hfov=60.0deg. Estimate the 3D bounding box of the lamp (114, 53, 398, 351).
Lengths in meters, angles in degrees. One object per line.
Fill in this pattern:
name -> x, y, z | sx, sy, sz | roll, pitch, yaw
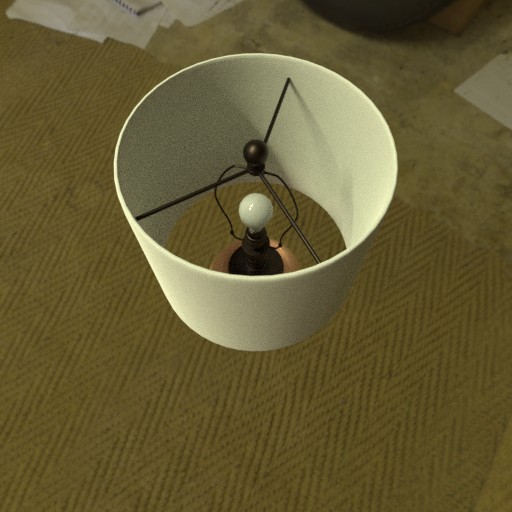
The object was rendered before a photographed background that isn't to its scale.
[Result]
lamp -> 0.000, 0.000, 0.757 | 0.329, 0.570, 0.329 | 0, 64, 0
